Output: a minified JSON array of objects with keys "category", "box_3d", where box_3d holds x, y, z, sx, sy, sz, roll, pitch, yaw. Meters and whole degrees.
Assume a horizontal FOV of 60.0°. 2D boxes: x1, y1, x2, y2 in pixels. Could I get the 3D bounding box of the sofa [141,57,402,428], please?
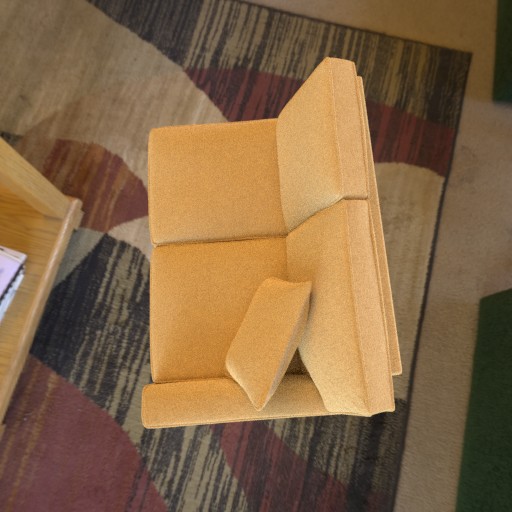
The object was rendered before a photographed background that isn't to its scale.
[{"category":"sofa","box_3d":[0.000,0.000,2.017,0.991,0.989,1.388,-3,76,-1]}]
